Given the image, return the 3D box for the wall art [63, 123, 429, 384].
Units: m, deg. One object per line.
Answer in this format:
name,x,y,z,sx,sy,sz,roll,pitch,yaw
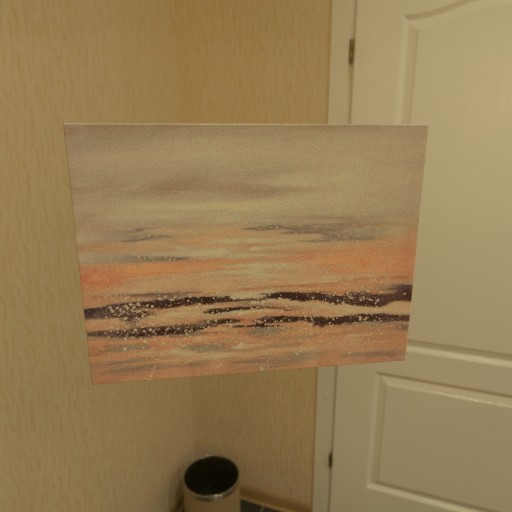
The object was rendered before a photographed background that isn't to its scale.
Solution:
wall art,0.000,0.000,1.336,1.015,0.763,0.038,-2,16,-8
